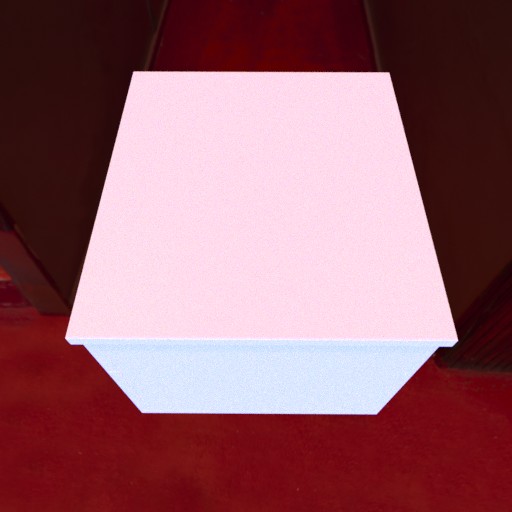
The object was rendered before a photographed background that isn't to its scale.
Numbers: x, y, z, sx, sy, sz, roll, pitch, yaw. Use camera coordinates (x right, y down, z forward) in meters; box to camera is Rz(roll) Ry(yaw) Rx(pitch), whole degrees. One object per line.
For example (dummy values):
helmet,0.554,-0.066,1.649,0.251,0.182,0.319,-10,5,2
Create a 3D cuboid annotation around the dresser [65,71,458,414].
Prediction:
dresser,0.000,0.000,0.703,0.400,0.360,0.430,0,57,0
